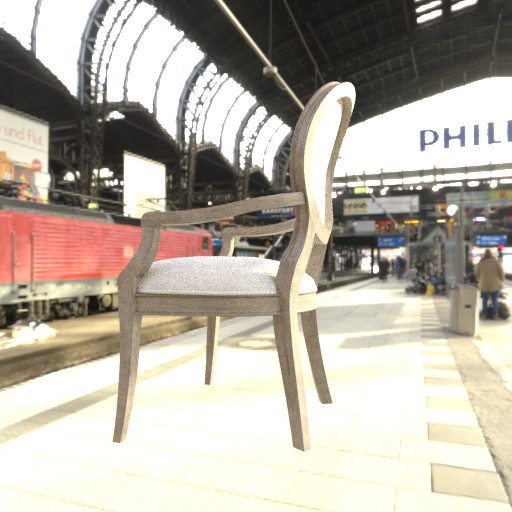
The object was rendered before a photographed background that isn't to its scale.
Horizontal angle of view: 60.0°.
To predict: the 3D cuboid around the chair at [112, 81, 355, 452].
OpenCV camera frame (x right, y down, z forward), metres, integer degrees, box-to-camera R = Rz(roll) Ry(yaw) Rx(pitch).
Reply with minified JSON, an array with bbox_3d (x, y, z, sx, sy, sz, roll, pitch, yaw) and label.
[{"bbox_3d":[0.000,0.000,1.375,0.602,0.991,0.611,0,-1,18],"label":"chair"}]
